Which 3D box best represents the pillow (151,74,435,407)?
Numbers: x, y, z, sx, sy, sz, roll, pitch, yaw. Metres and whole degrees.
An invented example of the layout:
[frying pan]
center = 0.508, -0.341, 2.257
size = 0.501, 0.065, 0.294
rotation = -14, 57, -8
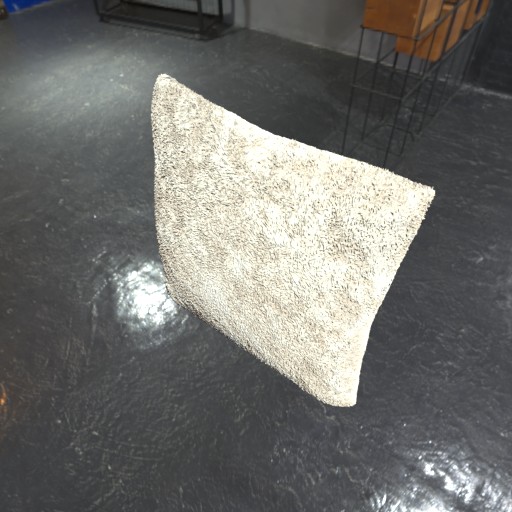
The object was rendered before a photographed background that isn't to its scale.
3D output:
[pillow]
center = 0.000, 0.000, 0.826
size = 0.529, 0.515, 0.218
rotation = 30, 53, 25
